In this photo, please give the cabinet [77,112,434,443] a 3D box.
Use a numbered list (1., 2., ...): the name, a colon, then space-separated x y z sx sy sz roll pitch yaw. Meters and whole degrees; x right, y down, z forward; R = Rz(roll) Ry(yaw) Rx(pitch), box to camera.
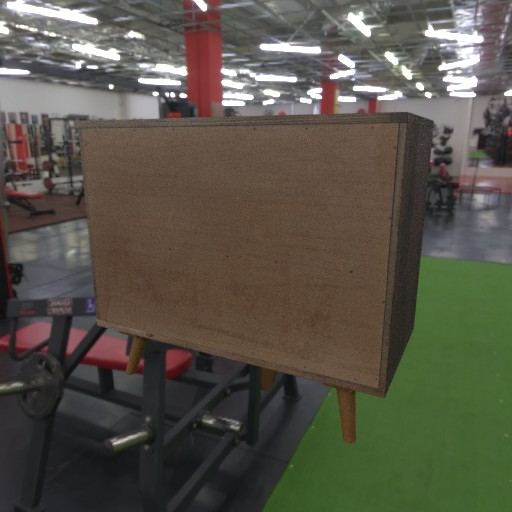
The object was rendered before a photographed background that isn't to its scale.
1. cabinet: 0.000 0.000 1.537 1.023 0.897 0.529 7 16 26
